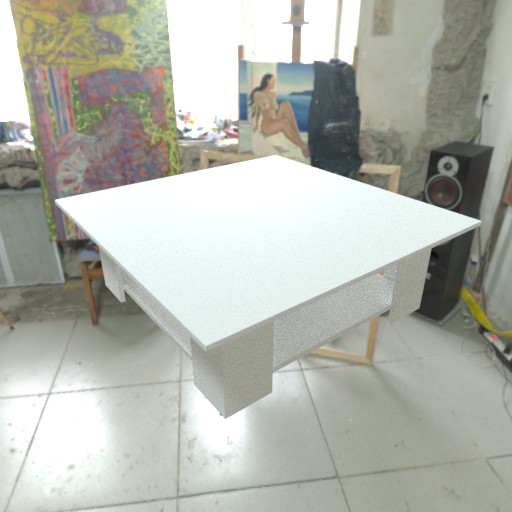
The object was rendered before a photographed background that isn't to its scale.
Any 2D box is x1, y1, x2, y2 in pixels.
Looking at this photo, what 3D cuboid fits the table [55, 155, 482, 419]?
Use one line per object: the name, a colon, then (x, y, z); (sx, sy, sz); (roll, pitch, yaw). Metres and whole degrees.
table: (0.000, 0.000, 1.368); (0.890, 0.305, 0.890); (-19, 33, -33)
